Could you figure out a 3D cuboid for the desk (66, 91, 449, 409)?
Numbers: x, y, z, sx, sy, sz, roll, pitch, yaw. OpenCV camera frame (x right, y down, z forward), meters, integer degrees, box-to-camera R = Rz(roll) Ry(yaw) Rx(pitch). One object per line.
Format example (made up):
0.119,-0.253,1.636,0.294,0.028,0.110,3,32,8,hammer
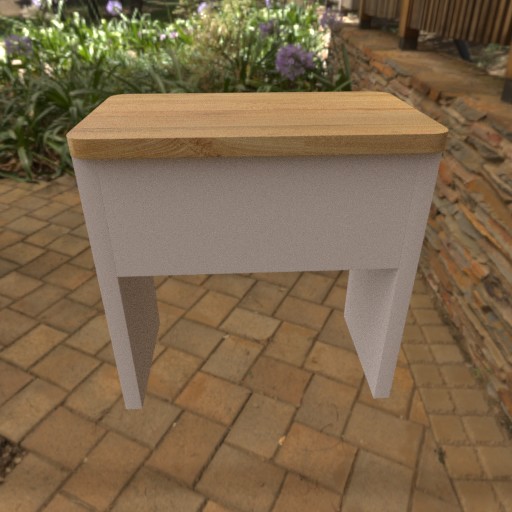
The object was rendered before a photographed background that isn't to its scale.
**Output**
0.000,0.000,1.238,0.760,0.790,0.440,-2,31,-3,desk
